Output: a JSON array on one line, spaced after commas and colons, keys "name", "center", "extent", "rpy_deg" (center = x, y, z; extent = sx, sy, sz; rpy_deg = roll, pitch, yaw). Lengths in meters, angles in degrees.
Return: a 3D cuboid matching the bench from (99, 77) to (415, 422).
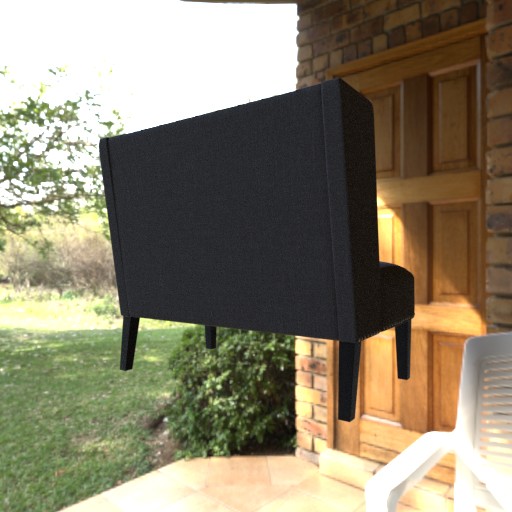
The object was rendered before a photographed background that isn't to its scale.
[{"name": "bench", "center": [0.000, 0.000, 2.090], "extent": [1.276, 1.121, 0.842], "rpy_deg": [0, 0, 35]}]
